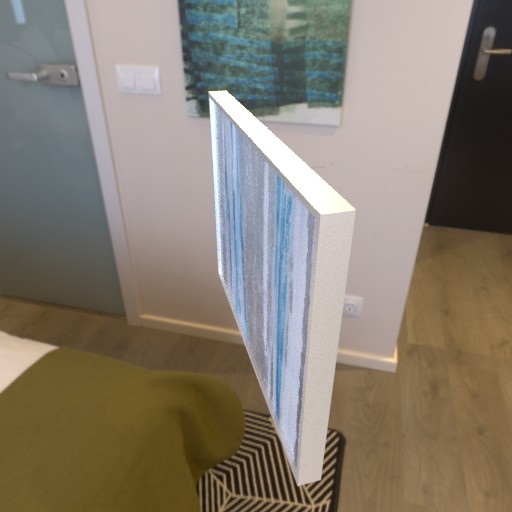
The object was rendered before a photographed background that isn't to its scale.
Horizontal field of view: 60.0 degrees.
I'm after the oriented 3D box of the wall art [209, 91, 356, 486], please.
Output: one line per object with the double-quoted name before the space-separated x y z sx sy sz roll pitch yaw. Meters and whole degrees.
"wall art" 0.000 0.000 1.410 0.066 0.801 1.056 -8 32 -13
